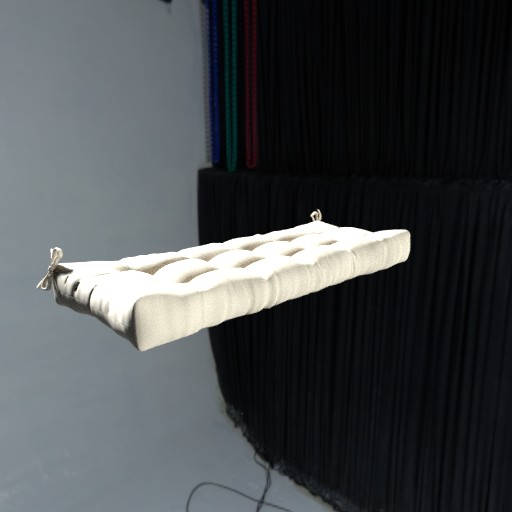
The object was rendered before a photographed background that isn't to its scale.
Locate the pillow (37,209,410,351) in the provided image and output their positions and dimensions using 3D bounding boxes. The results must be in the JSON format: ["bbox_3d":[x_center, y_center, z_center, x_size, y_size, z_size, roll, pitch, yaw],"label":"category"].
[{"bbox_3d":[0.000,0.000,1.402,1.194,0.174,0.511,-12,18,-43],"label":"pillow"}]
